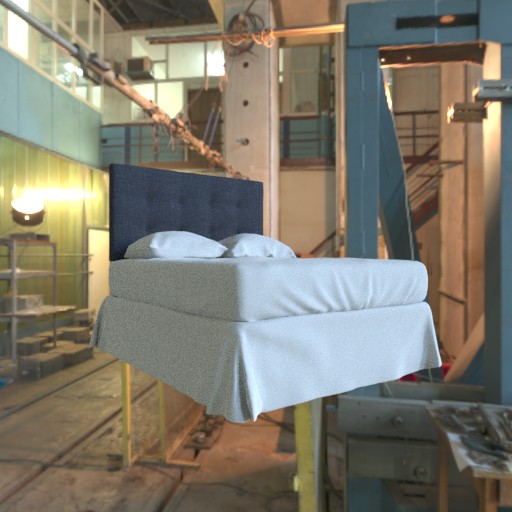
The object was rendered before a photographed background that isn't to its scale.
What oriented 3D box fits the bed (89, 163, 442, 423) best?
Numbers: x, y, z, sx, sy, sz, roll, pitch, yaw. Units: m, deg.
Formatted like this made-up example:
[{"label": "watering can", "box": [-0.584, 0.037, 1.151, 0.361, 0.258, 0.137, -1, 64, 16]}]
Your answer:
[{"label": "bed", "box": [0.000, 0.000, 3.456, 1.936, 1.577, 2.222, 0, 0, -37]}]
